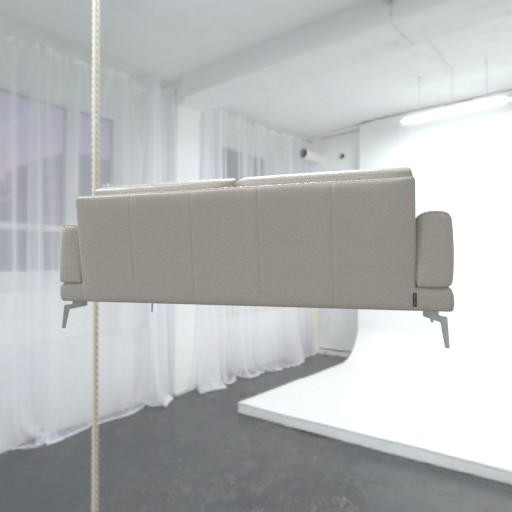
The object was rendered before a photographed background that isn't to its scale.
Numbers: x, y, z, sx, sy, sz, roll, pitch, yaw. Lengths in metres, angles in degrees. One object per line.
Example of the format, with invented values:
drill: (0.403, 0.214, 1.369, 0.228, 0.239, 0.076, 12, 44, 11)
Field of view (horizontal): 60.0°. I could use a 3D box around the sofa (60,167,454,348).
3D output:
sofa: (0.000, 0.000, 2.446, 1.940, 0.765, 0.974, 0, -2, 18)
